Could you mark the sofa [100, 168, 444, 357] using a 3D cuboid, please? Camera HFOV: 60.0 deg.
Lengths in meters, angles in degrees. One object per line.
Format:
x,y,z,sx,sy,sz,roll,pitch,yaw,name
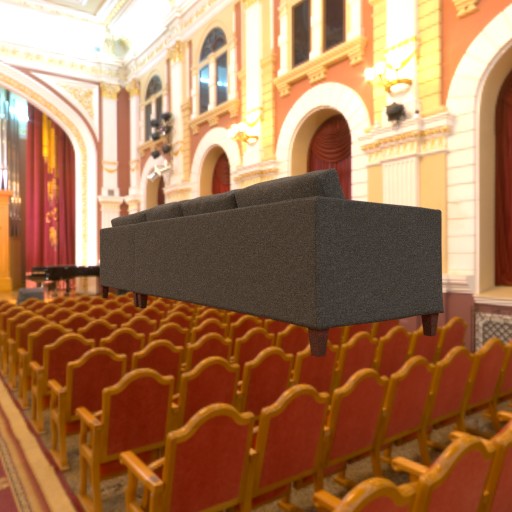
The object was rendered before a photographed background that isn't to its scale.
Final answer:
0.000,0.000,3.609,1.625,0.846,3.186,0,0,-35,sofa
